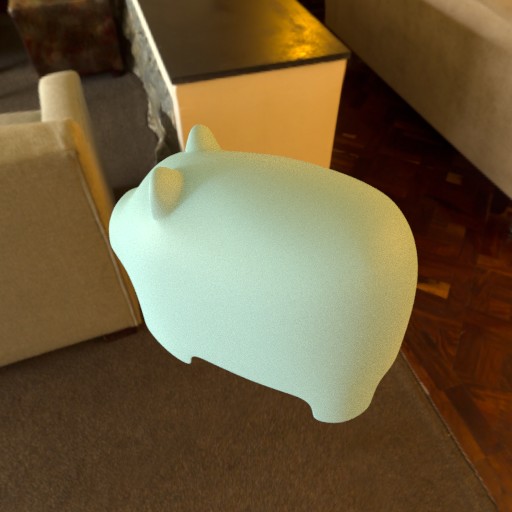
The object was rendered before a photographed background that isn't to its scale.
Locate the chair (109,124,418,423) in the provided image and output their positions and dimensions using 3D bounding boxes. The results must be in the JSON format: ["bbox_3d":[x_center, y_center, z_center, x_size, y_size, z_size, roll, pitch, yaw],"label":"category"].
[{"bbox_3d":[0.000,0.000,0.861,0.619,0.423,0.364,17,50,15],"label":"chair"}]
